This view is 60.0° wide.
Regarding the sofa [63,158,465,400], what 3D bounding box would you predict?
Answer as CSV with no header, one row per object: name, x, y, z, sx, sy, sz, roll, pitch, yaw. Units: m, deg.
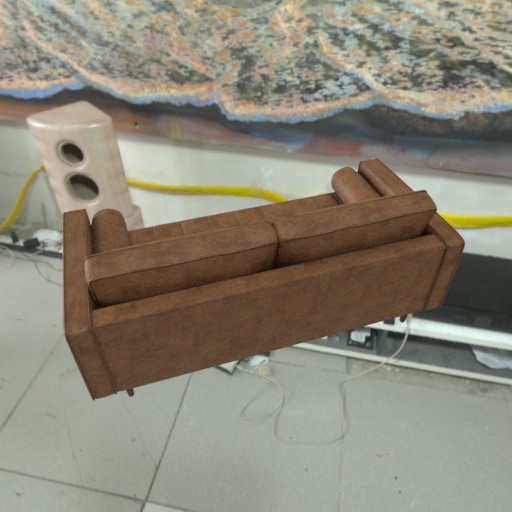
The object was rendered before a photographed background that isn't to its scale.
sofa,0.000,0.000,2.415,1.920,0.825,0.924,-12,43,-13
